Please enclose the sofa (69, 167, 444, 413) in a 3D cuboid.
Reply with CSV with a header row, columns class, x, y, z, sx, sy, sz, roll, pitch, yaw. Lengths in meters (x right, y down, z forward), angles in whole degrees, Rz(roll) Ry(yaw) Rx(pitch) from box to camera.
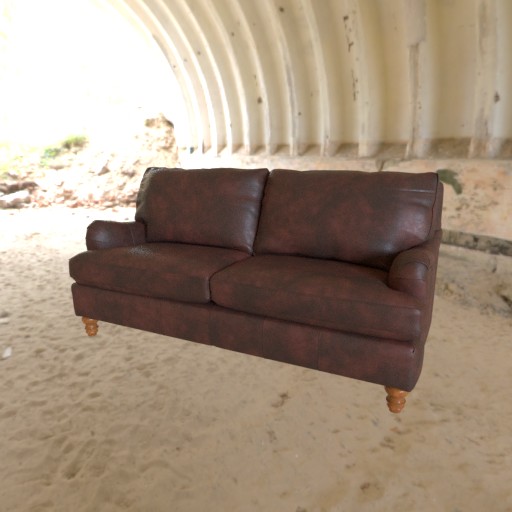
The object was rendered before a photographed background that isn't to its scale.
class,x,y,z,sx,sy,sz,roll,pitch,yaw
sofa,0.000,0.000,2.793,2.144,1.071,1.147,7,15,26
